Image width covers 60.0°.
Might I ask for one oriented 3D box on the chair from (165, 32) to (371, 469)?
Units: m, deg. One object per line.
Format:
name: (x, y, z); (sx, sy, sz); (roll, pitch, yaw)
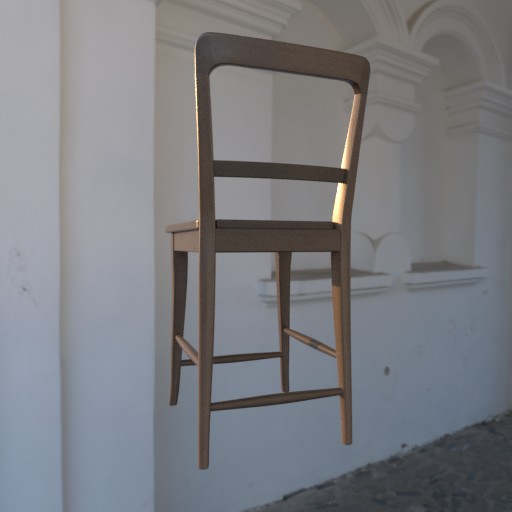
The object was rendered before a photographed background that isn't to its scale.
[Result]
chair: (0.000, 0.000, 1.270); (0.450, 0.991, 0.546); (-1, 2, -19)
